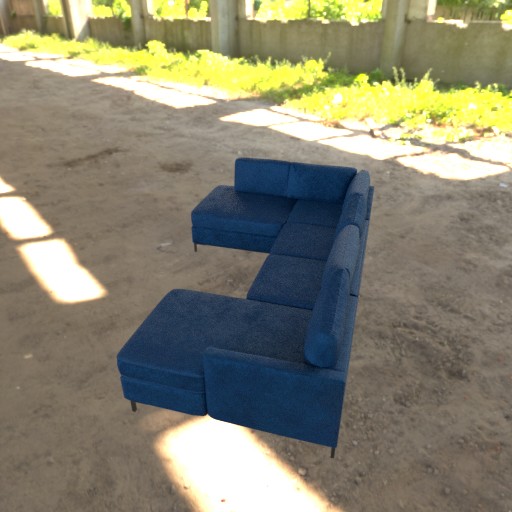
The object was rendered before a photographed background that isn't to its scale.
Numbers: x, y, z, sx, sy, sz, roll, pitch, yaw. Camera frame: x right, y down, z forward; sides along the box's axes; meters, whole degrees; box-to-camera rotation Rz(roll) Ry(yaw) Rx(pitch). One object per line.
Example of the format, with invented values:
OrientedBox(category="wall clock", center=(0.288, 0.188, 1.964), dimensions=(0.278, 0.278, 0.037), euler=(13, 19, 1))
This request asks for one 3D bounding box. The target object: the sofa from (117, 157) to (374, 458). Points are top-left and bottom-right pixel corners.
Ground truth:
OrientedBox(category="sofa", center=(0.000, 0.000, 4.363), dimensions=(2.055, 0.992, 3.434), euler=(8, 30, 14))
